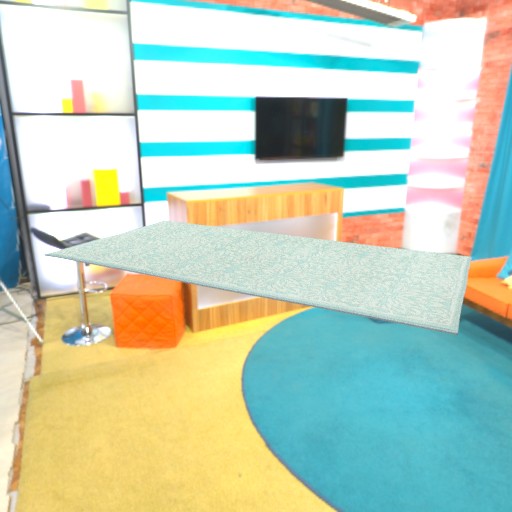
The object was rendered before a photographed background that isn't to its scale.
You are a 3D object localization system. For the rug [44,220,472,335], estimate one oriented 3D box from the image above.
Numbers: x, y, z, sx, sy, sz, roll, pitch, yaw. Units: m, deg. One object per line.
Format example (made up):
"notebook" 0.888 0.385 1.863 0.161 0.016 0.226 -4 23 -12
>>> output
"rug" 0.000 0.000 1.407 1.219 0.007 0.604 8 18 26
